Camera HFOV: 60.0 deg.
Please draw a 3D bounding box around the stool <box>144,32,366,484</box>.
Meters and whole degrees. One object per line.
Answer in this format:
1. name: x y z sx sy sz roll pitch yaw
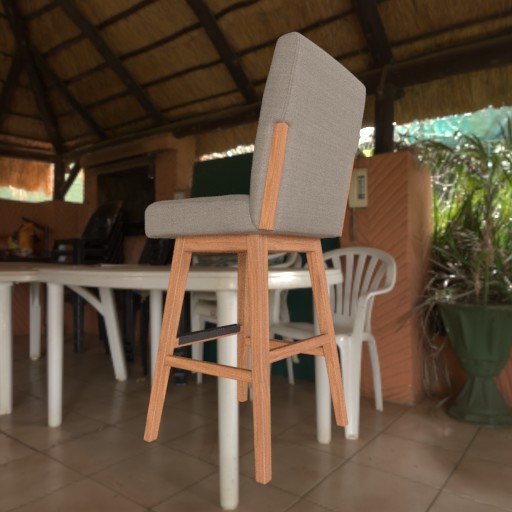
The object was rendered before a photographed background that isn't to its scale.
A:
1. stool: 0.000 0.000 1.389 0.570 1.112 0.483 0 0 36
